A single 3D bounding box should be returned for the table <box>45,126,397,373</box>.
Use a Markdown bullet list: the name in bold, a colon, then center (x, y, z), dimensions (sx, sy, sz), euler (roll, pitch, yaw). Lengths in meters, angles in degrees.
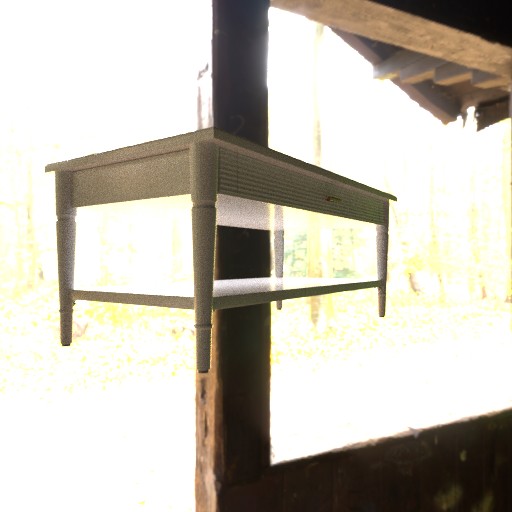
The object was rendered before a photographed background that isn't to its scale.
- **table**: center (0.000, 0.000, 1.395), dimensions (0.559, 0.457, 1.067), euler (0, -1, 35)
